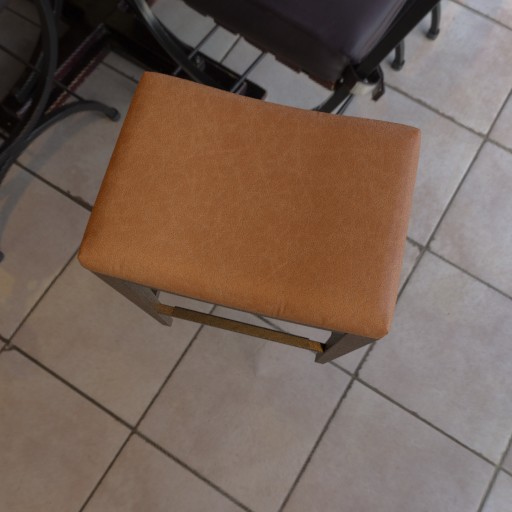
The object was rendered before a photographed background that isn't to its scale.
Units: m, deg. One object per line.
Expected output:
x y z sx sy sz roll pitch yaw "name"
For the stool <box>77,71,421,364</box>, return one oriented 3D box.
0.000 0.000 1.024 0.500 0.759 0.361 13 75 4 "stool"
